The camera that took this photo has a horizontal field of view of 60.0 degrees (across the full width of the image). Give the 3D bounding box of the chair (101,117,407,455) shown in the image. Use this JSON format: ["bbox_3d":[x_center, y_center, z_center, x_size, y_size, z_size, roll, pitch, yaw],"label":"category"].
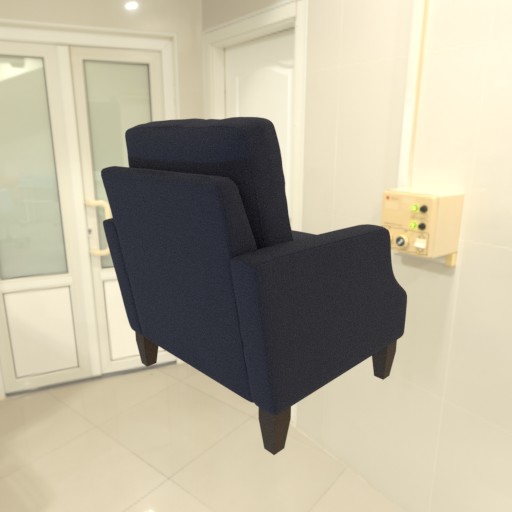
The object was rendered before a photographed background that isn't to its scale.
[{"bbox_3d":[0.000,0.000,1.693,0.897,0.991,0.855,-14,21,-42],"label":"chair"}]
